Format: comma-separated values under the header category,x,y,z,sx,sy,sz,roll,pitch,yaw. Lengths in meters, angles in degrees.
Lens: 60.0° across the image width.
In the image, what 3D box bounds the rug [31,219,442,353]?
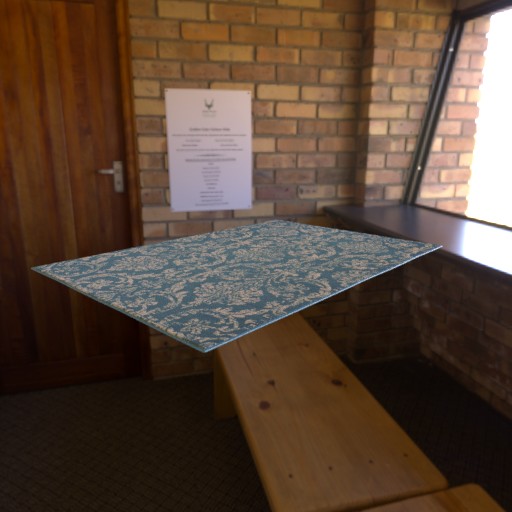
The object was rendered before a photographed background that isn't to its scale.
category,x,y,z,sx,sy,sz,roll,pitch,yaw
rug,0.000,0.000,2.864,1.554,0.012,2.205,13,20,41
